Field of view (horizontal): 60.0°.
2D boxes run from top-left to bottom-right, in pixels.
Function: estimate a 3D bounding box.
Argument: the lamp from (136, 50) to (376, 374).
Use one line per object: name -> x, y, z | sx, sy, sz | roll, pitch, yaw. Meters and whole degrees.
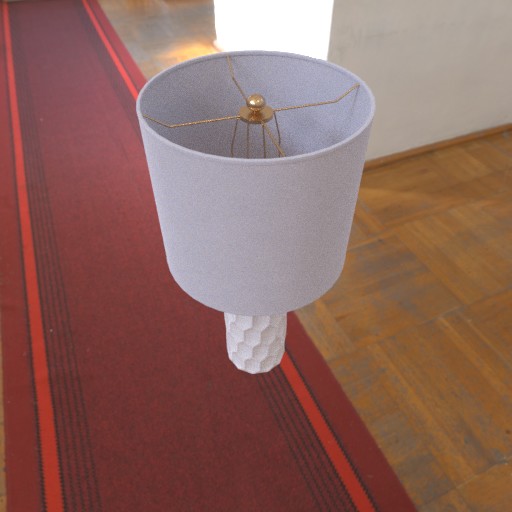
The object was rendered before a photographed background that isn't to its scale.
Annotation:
lamp -> 0.000, 0.000, 0.710 | 0.277, 0.537, 0.277 | 15, 47, 15
